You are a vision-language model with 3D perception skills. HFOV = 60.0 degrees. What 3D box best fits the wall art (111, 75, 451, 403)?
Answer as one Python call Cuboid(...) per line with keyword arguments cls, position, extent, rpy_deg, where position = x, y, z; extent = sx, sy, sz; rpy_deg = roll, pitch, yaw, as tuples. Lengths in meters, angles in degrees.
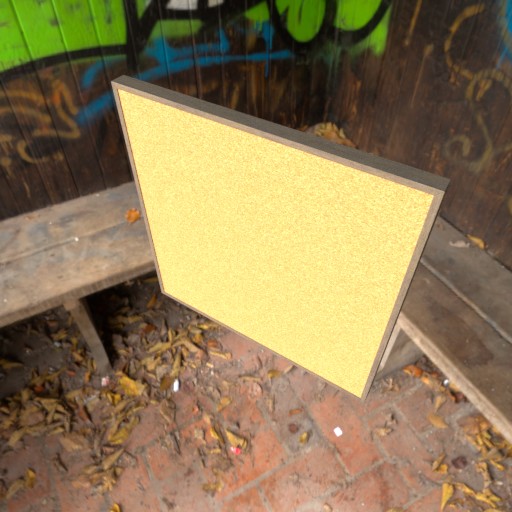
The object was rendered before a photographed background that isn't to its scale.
Cuboid(cls="wall art", position=(0.000, 0.000, 1.151), extent=(0.758, 0.758, 0.039), rpy_deg=(25, 51, 22))
